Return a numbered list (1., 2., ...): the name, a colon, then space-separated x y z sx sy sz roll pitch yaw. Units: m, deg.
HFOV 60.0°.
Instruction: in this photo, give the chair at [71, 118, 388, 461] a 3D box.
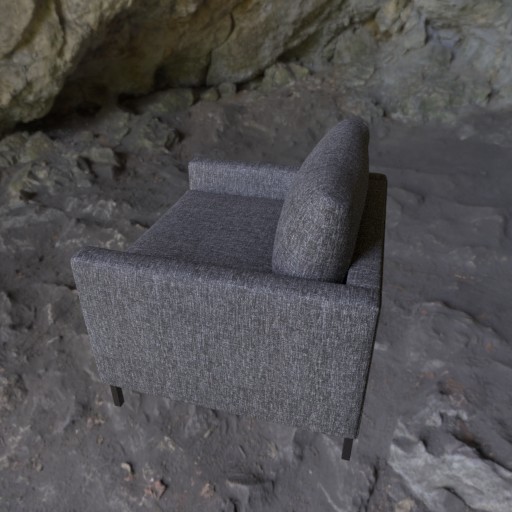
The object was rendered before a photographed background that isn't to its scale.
1. chair: 0.000 0.000 1.618 0.866 0.861 0.963 8 31 13
